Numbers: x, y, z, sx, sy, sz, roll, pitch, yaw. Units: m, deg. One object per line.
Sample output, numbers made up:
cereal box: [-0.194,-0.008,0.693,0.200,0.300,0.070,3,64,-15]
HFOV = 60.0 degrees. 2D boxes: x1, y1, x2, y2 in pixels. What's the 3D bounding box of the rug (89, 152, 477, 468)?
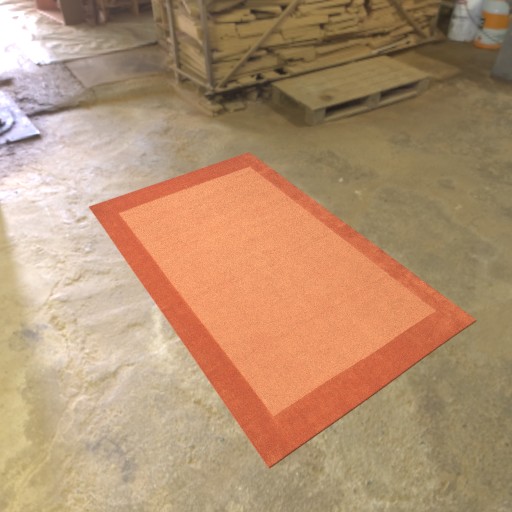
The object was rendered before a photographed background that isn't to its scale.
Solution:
rug: [0.000,0.000,3.069,1.524,0.014,2.438,-25,48,-25]
